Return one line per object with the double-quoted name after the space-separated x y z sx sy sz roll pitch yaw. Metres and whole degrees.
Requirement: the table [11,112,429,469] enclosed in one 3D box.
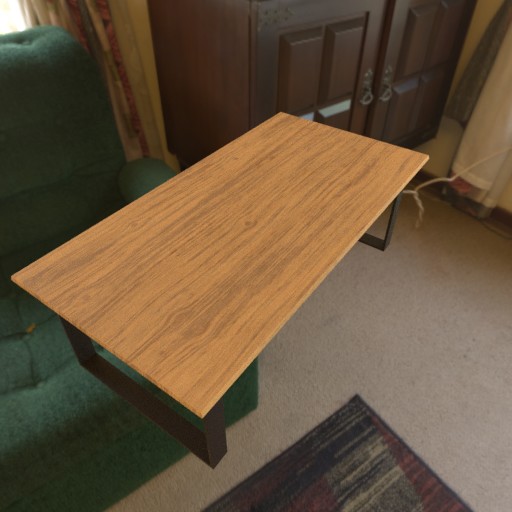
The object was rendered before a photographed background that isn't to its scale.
0.000 0.000 1.604 0.693 0.445 1.331 26 47 26 "table"
